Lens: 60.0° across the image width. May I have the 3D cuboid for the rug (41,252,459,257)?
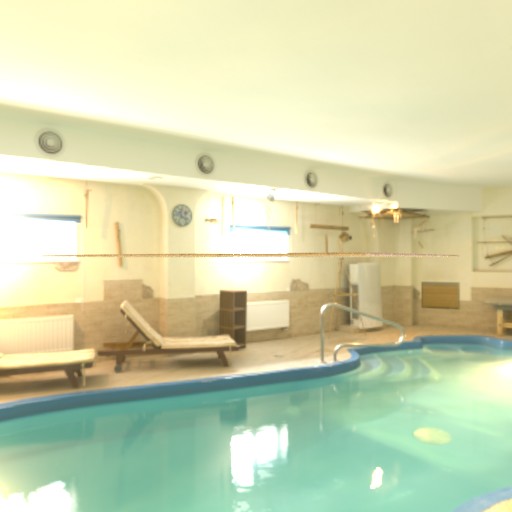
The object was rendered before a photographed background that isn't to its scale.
[{"bbox_3d":[0.000,0.000,4.106,3.038,0.019,2.420,0,0,35],"label":"rug"}]
